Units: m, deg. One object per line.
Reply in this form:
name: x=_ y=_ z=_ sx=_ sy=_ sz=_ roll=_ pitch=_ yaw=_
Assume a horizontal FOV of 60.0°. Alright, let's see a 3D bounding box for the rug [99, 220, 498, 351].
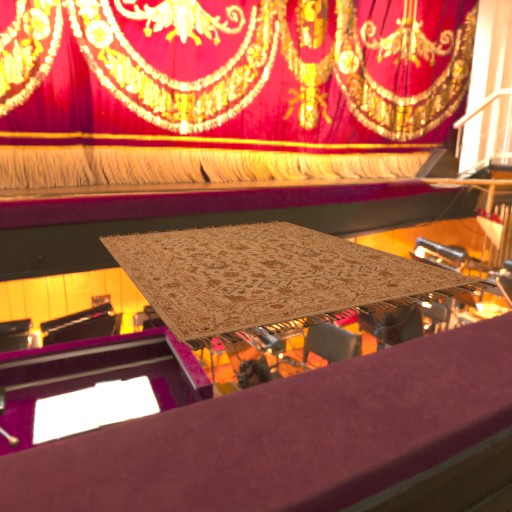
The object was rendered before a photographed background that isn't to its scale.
rug: x=0.000 y=0.000 z=2.213 sx=1.278 sy=0.009 sz=1.726 roll=-7 pitch=16 yaw=-26
